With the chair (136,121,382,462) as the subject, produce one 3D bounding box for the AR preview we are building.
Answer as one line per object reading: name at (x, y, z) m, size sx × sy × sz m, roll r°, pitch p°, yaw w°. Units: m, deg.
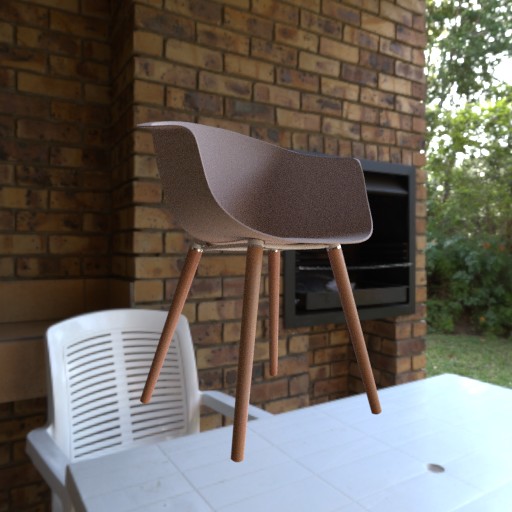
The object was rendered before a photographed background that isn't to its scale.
chair at (0.000, 0.000, 1.140) m, size 0.593 × 0.781 × 0.504 m, roll 0°, pitch 1°, yaw -37°
